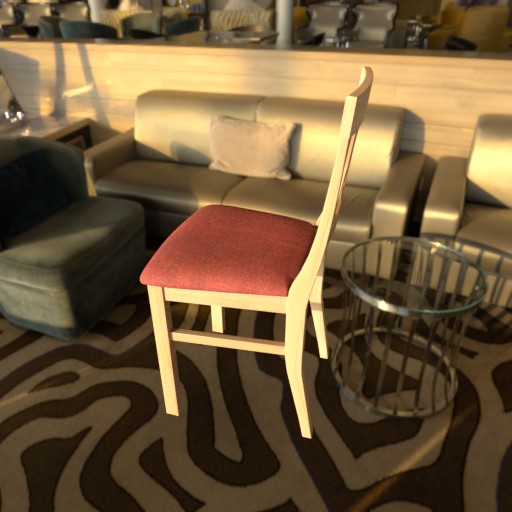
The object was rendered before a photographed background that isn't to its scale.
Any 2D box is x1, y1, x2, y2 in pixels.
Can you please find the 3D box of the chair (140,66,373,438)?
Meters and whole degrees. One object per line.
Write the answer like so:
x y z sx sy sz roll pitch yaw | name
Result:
0.000 0.000 1.188 0.492 0.912 0.439 8 32 14 | chair
